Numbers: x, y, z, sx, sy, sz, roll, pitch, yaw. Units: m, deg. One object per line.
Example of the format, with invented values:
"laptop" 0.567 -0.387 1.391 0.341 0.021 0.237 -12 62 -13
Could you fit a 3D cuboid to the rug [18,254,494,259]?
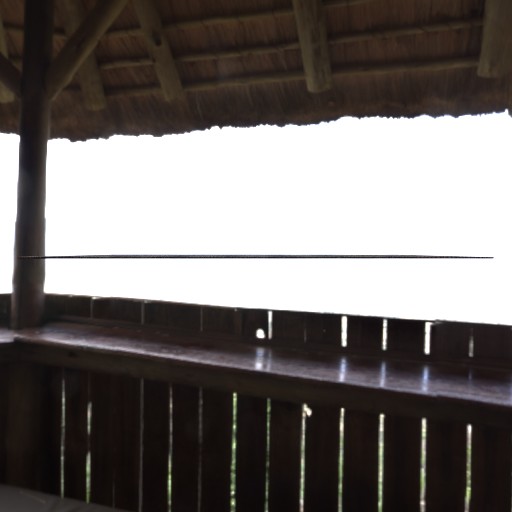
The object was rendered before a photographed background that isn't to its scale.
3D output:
"rug" 0.000 0.000 3.016 2.435 0.011 1.517 0 1 0
